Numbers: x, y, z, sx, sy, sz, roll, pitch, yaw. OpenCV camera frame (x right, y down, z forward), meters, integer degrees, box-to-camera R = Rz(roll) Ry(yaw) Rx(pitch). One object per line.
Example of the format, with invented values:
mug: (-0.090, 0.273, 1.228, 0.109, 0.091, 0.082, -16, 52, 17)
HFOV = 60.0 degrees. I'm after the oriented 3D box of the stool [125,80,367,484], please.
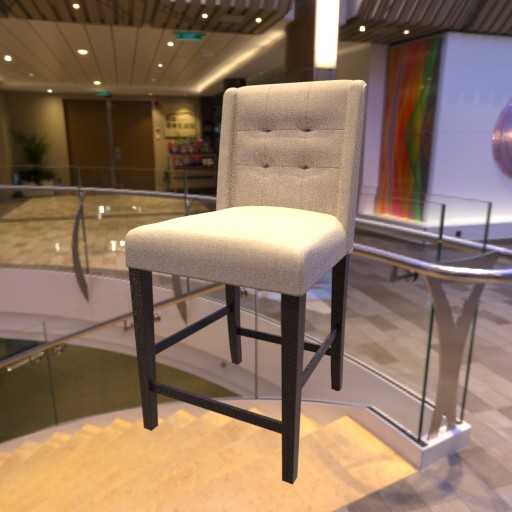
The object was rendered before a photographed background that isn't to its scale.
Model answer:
stool: (0.000, 0.000, 1.216, 0.474, 0.939, 0.509, 8, 16, 27)
